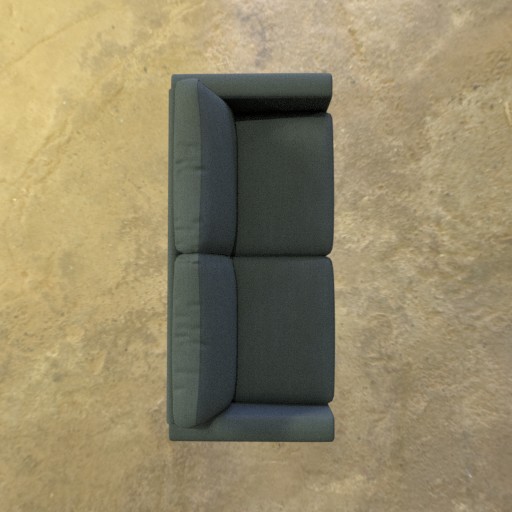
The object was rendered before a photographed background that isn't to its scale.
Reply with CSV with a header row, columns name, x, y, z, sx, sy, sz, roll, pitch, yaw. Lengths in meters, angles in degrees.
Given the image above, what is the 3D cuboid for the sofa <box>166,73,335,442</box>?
name,x,y,z,sx,sy,sz,roll,pitch,yaw
sofa,0.000,0.000,2.434,0.877,0.865,1.900,0,88,1
